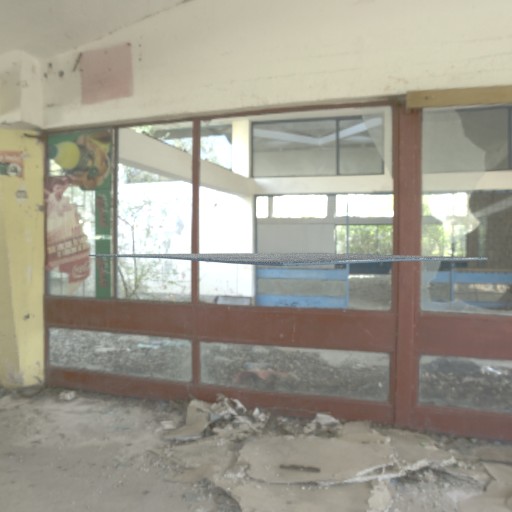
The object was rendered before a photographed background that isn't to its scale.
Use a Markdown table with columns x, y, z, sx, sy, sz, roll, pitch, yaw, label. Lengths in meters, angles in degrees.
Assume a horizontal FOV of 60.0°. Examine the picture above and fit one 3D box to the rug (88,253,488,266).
| x | y | z | sx | sy | sz | roll | pitch | yaw | label |
| --- | --- | --- | --- | --- | --- | --- | --- | --- | --- |
| 0.000 | 0.000 | 2.239 | 1.145 | 0.021 | 1.777 | -1 | 1 | -37 | rug |
